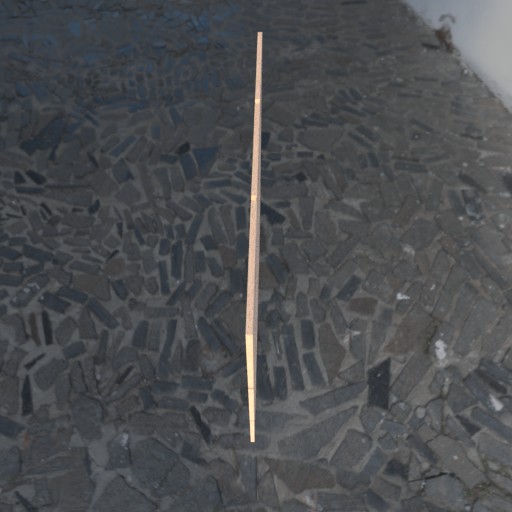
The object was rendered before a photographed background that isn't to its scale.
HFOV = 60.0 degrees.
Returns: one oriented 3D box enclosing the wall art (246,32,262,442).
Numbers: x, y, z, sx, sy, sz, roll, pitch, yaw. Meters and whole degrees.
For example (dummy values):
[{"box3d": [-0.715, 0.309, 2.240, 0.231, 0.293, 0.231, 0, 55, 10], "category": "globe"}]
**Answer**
[{"box3d": [0.000, 0.000, 1.832, 0.016, 1.207, 1.217, 1, 57, 1], "category": "wall art"}]
